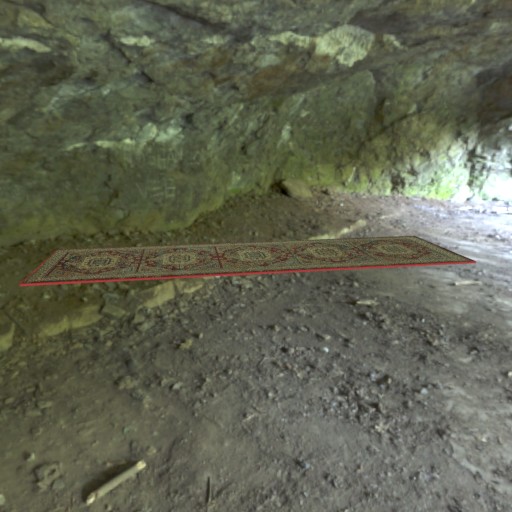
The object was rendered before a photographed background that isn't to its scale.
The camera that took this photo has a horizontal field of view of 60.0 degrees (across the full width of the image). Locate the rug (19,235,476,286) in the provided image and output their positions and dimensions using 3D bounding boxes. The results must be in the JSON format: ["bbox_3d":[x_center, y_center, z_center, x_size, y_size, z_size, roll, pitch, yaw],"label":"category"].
[{"bbox_3d":[0.000,0.000,2.508,2.292,0.015,0.659,-3,15,-9],"label":"rug"}]
